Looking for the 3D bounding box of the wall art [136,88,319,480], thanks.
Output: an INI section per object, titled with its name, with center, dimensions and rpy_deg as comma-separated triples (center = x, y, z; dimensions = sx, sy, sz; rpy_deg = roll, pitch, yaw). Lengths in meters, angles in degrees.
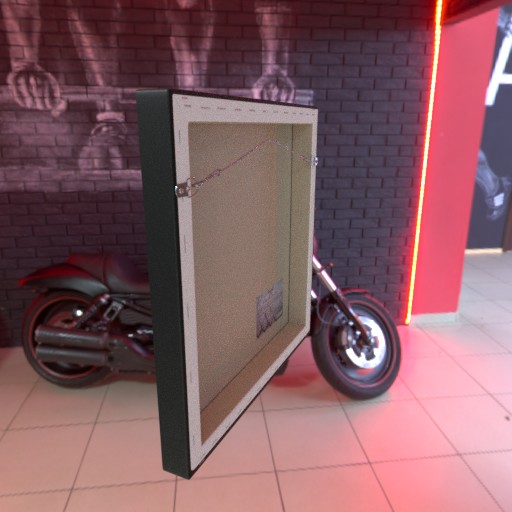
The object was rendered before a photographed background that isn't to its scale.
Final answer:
[wall art]
center = 0.000, 0.000, 0.612
dimensions = 0.041, 0.407, 0.406
rpy_deg = 8, 18, 25
